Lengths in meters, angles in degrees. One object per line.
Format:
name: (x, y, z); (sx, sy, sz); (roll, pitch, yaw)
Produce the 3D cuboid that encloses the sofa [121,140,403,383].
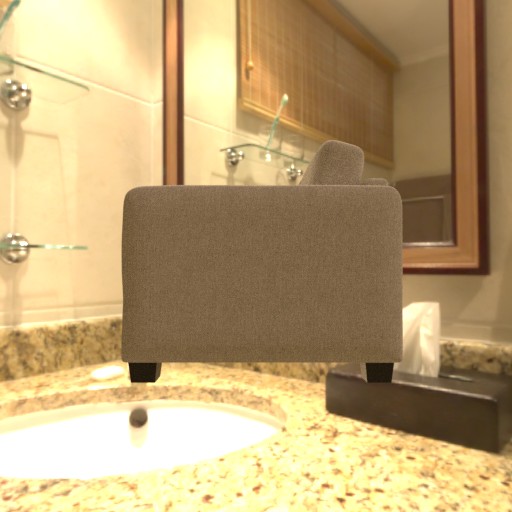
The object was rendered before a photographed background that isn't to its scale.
sofa: (0.000, 0.000, 2.091); (0.900, 0.800, 1.540); (0, -1, 0)
